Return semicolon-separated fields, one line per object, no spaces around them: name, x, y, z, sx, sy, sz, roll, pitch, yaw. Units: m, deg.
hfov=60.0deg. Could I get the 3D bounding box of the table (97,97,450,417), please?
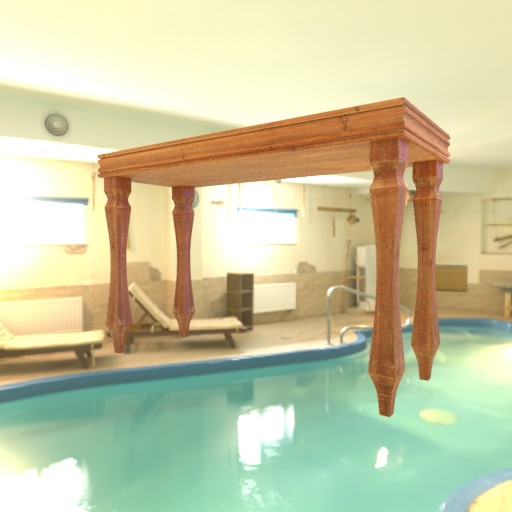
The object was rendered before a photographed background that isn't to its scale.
table;0.000;0.000;1.769;1.330;0.873;0.522;1;2;36
